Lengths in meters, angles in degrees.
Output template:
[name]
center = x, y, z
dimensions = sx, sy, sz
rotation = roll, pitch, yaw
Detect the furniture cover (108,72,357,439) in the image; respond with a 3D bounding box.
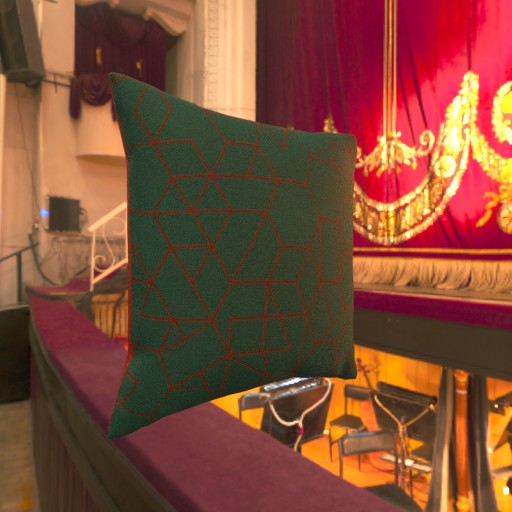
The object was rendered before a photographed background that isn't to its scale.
[furniture cover]
center = 0.000, 0.000, 0.769
dimensions = 0.517, 0.508, 0.158
rotation = 0, 0, -38
